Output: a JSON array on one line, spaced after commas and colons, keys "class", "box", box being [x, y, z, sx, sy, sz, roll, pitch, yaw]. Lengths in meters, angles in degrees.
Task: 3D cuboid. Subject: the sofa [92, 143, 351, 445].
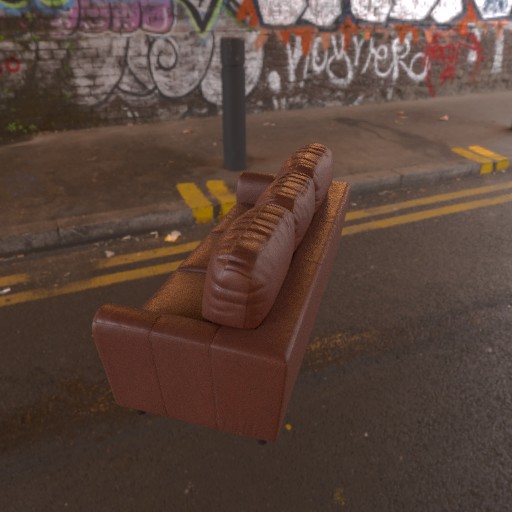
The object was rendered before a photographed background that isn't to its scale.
[{"class": "sofa", "box": [0.000, 0.000, 2.442, 0.802, 0.915, 1.862, 9, 31, 15]}]
